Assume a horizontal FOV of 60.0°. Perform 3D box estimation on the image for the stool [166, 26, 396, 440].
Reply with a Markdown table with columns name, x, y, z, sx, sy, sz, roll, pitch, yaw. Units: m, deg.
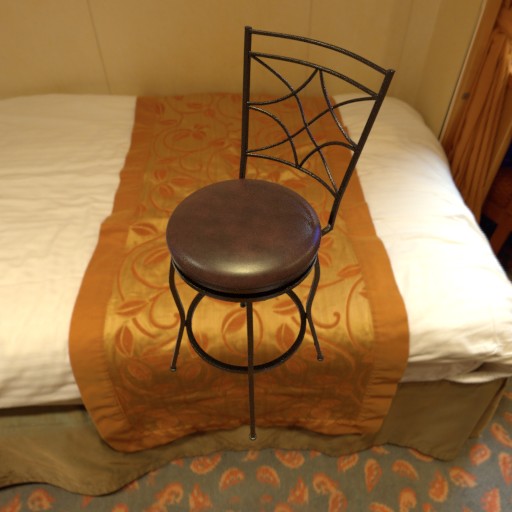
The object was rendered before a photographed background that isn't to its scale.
| name | x | y | z | sx | sy | sz | roll | pitch | yaw |
| --- | --- | --- | --- | --- | --- | --- | --- | --- | --- |
| stool | 0.000 | 0.000 | 1.354 | 0.434 | 1.117 | 0.534 | 31 | 53 | 27 |
